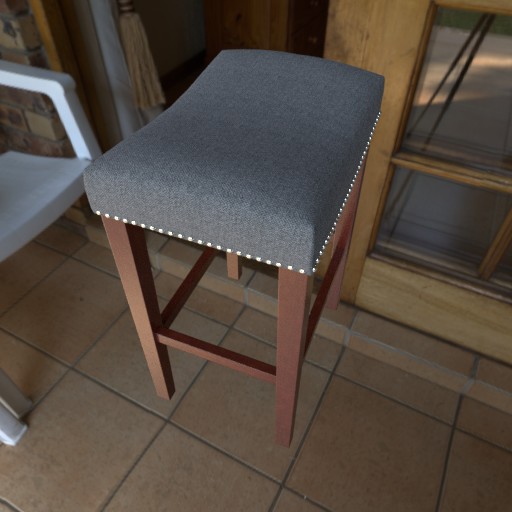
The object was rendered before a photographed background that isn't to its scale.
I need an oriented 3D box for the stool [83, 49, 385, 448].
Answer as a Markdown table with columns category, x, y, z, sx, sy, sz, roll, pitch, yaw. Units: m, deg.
| category | x | y | z | sx | sy | sz | roll | pitch | yaw |
| --- | --- | --- | --- | --- | --- | --- | --- | --- | --- |
| stool | 0.000 | 0.000 | 1.008 | 0.372 | 0.742 | 0.504 | 16 | 48 | 15 |
